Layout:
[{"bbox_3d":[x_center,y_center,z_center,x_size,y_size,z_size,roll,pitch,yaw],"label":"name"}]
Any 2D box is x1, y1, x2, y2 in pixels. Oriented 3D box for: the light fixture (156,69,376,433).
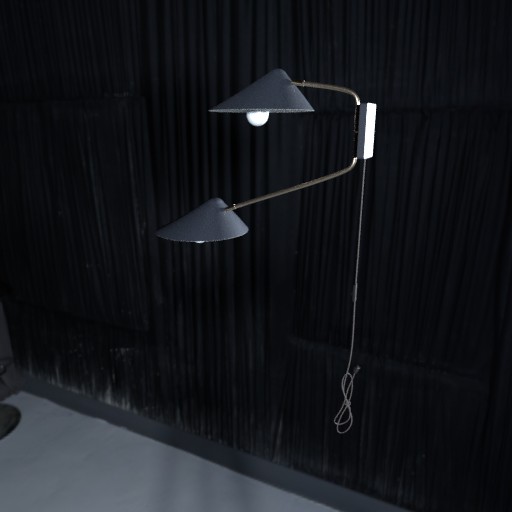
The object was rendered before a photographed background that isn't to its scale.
[{"bbox_3d":[0.000,0.000,0.855,0.422,0.665,0.189,8,18,25],"label":"light fixture"}]
